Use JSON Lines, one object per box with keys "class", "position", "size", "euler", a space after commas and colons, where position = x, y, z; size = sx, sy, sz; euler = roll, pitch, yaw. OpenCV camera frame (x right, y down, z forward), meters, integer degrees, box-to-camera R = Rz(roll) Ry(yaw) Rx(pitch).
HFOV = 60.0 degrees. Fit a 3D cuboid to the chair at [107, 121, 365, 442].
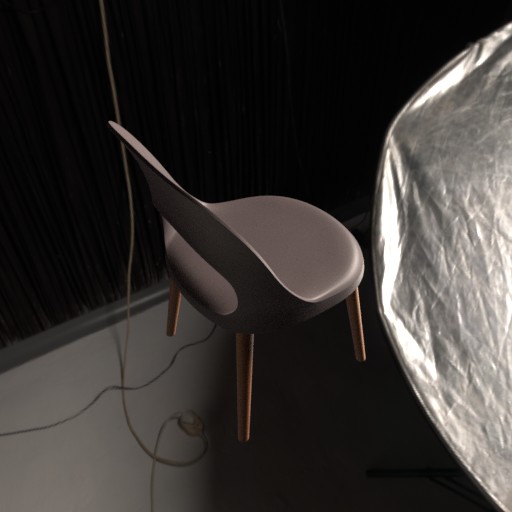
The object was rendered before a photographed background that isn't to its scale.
{"class": "chair", "position": [0.000, 0.000, 1.147], "size": [0.556, 0.794, 0.470], "euler": [-24, 46, -26]}
